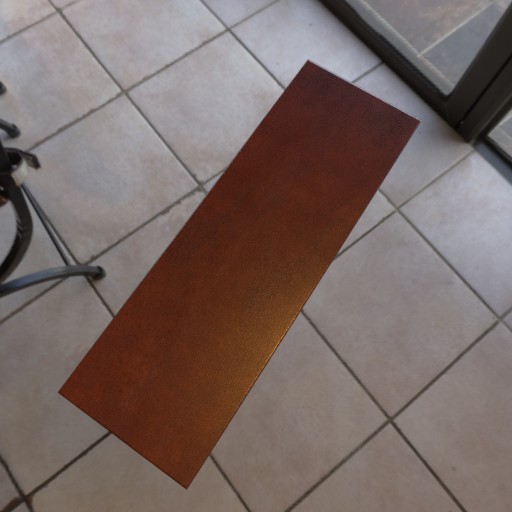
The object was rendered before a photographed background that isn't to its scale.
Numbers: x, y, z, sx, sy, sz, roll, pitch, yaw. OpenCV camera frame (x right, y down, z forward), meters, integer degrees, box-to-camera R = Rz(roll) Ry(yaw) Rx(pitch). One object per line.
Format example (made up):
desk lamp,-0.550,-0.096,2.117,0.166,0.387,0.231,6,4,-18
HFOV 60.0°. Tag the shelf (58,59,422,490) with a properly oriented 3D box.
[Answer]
shelf,0.000,0.000,0.507,0.152,0.088,0.457,32,76,9
